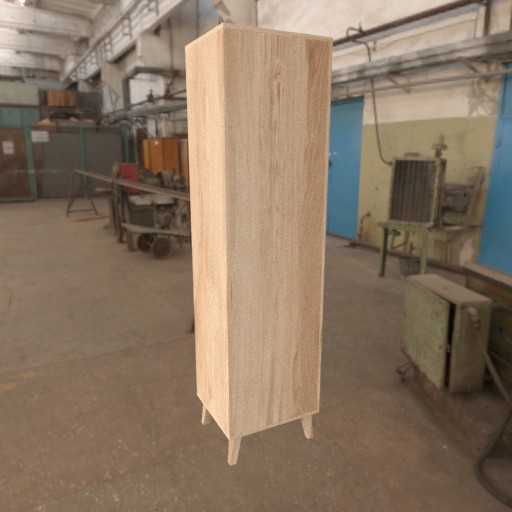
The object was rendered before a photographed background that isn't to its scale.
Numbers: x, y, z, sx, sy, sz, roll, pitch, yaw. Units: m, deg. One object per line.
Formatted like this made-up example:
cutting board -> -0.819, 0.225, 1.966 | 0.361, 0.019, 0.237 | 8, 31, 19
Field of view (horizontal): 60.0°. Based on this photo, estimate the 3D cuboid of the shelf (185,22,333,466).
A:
shelf -> 0.000, 0.000, 2.204 | 0.510, 1.960, 0.450 | -7, 15, -26
